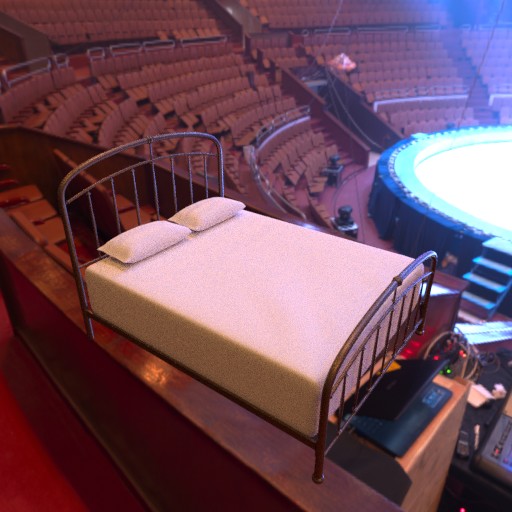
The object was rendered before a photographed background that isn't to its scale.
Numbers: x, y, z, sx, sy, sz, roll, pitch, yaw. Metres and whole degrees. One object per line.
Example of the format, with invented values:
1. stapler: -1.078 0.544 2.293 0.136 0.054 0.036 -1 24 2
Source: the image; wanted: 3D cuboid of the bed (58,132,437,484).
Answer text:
1. bed: 0.000 0.000 3.267 2.168 1.475 1.711 19 33 32
